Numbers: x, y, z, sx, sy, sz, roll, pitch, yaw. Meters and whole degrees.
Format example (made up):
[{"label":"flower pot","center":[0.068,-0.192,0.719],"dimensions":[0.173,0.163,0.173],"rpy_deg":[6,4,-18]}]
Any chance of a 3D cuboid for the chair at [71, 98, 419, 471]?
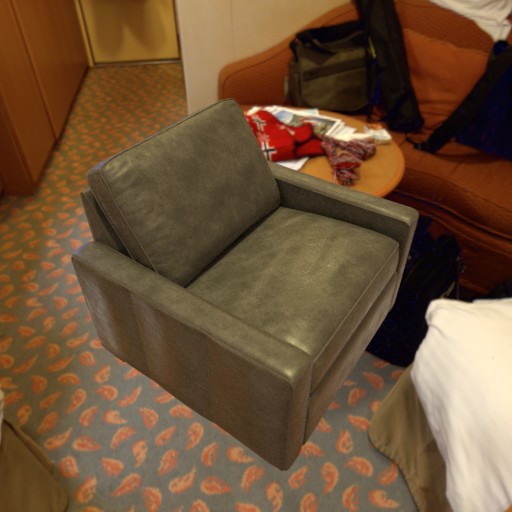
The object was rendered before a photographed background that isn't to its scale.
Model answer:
[{"label":"chair","center":[0.000,0.000,1.742],"dimensions":[0.939,0.916,1.006],"rpy_deg":[24,46,26]}]
